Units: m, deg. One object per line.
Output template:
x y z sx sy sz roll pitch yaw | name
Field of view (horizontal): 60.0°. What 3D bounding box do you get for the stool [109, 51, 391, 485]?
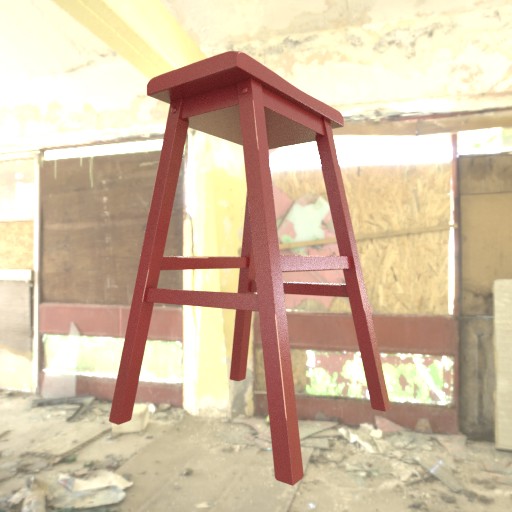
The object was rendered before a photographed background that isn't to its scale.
0.000 0.000 1.031 0.476 0.737 0.457 0 0 36 | stool
